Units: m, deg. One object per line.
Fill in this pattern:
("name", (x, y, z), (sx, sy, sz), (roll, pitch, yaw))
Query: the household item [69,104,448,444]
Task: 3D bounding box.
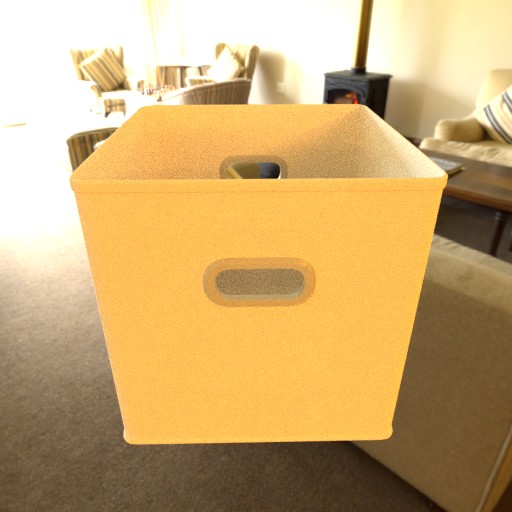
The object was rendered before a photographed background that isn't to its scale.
("household item", (0.000, 0.000, 0.548), (0.305, 0.305, 0.305), (-1, 29, -1))
